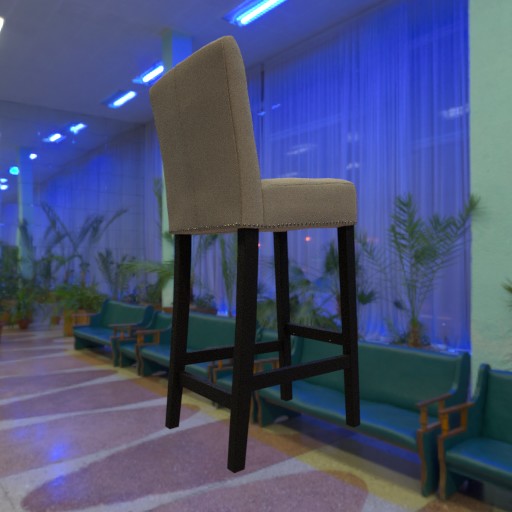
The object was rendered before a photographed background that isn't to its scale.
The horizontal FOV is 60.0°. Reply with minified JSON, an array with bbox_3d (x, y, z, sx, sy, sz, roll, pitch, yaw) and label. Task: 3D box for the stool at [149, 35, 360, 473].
[{"bbox_3d":[0.000,0.000,1.341,0.548,1.047,0.411,0,0,-38],"label":"stool"}]
